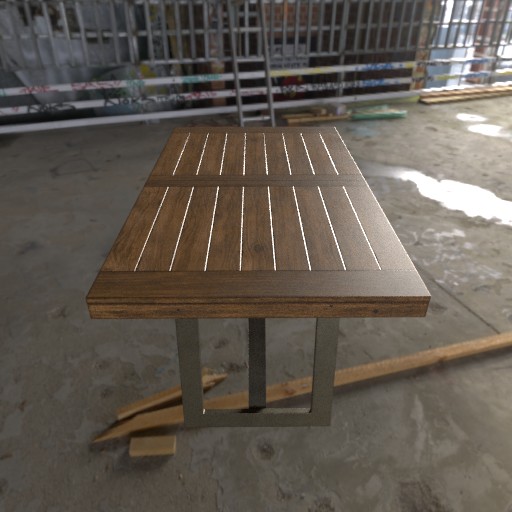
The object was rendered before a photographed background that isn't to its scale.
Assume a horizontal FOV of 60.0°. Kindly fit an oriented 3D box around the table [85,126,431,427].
[{"bbox_3d":[0.000,0.000,2.090,0.931,0.757,1.641,0,32,0],"label":"table"}]
